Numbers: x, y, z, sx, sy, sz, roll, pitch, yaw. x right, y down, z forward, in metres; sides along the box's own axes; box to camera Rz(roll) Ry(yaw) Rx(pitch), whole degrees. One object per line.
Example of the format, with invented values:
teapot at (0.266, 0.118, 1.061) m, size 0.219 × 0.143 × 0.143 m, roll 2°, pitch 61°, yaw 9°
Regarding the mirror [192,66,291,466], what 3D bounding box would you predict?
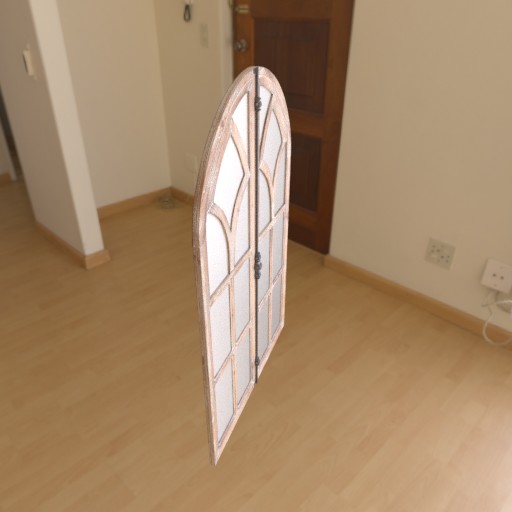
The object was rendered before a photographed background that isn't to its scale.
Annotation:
mirror at (0.000, 0.000, 1.159) m, size 0.032 × 0.915 × 0.609 m, roll 10°, pitch 31°, yaw 17°
